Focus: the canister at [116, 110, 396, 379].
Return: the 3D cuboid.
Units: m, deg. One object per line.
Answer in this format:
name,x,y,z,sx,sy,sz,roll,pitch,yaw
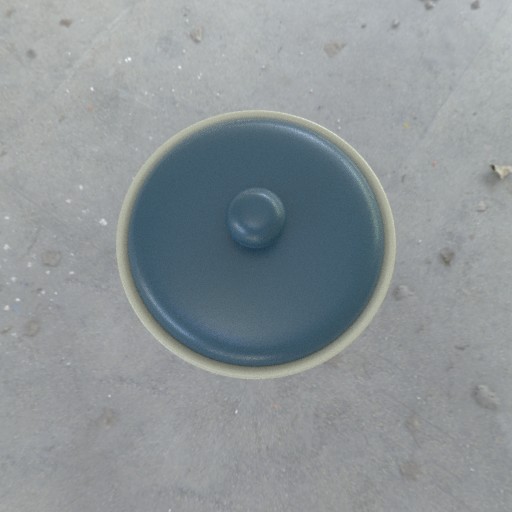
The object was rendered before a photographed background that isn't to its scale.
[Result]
canister,0.000,0.000,0.344,0.181,0.211,0.181,0,76,0
